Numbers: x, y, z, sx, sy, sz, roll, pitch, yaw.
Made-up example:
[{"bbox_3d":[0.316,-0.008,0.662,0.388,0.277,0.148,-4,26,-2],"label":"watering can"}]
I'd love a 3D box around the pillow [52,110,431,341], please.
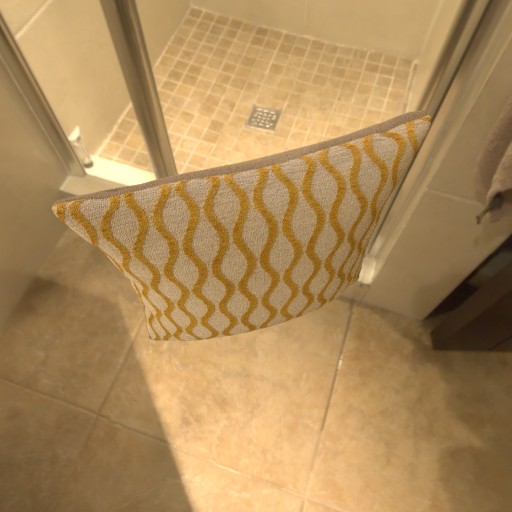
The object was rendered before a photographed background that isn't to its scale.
[{"bbox_3d":[0.000,0.000,0.663,0.429,0.436,0.159,-16,63,-8],"label":"pillow"}]
